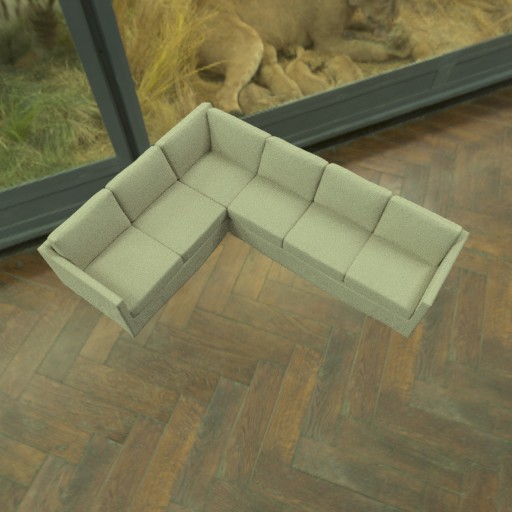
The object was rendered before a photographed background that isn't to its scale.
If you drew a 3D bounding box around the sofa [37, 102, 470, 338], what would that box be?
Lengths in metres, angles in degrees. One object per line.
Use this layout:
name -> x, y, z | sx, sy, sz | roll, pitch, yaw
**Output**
sofa -> 0.000, 0.000, 4.271 | 3.182, 0.871, 2.432 | 30, 63, 18
